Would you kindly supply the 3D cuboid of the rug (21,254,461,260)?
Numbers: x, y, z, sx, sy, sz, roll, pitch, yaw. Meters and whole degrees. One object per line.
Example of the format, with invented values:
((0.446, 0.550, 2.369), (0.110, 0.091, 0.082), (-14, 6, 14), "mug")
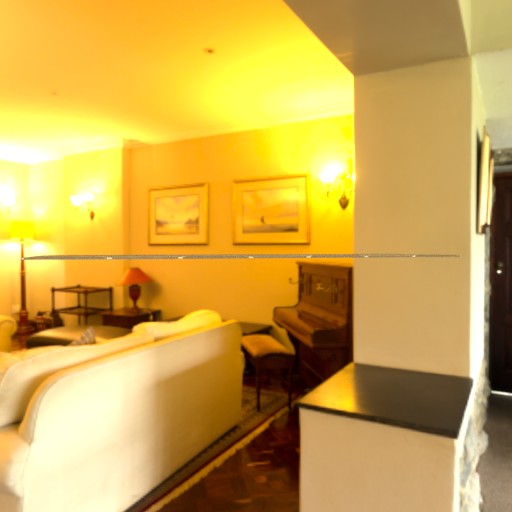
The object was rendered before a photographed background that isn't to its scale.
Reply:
((0.000, 0.000, 2.714), (2.464, 0.012, 0.773), (0, 1, -20), "rug")
